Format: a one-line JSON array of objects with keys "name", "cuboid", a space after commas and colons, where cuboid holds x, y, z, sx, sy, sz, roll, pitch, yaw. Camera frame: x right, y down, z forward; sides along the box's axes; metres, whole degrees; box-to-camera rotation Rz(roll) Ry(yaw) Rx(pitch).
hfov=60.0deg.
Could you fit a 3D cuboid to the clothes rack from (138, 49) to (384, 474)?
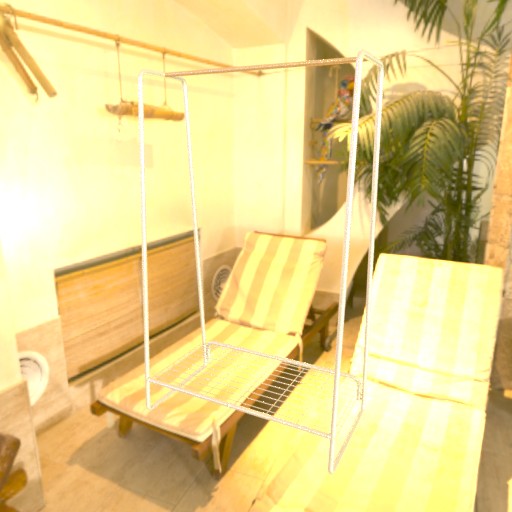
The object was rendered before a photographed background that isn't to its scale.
[{"name": "clothes rack", "cuboid": [0.000, 0.000, 1.876, 0.900, 1.500, 0.495, 8, 17, 27]}]
